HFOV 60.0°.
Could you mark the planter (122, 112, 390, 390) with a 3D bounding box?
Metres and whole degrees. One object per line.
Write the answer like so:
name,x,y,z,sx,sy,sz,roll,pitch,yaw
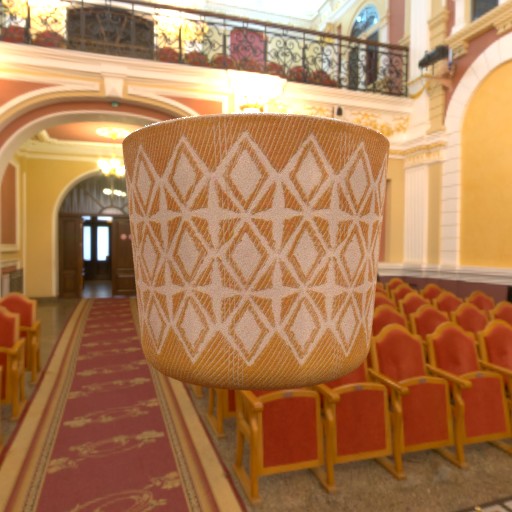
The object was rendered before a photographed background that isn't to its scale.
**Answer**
planter,0.000,0.000,0.220,0.126,0.104,0.126,0,1,0
